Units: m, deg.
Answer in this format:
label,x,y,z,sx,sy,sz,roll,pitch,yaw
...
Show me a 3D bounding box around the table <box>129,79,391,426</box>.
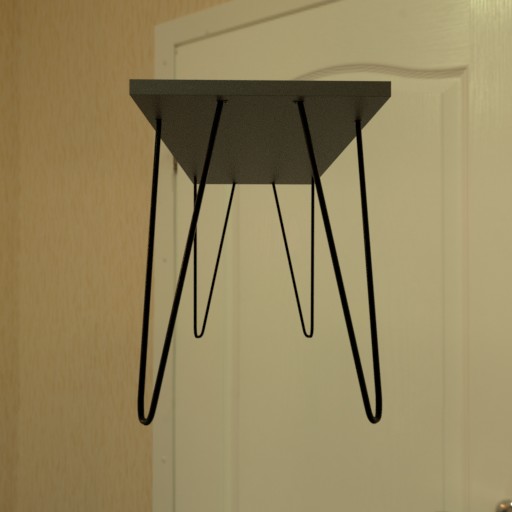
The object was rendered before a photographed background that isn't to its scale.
label,x,y,z,sx,sy,sz,roll,pitch,yaw
table,0.000,0.000,1.336,0.499,0.660,0.991,0,-1,-1
